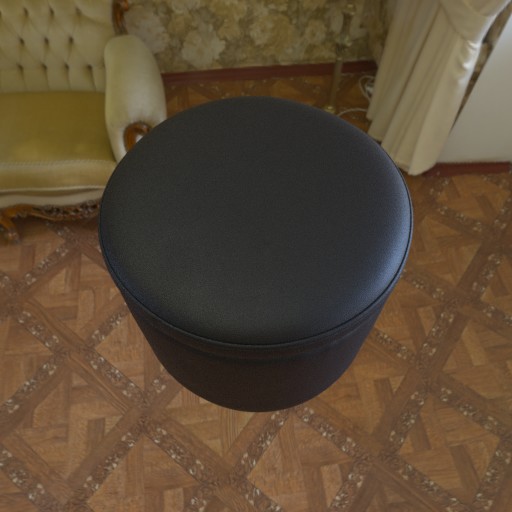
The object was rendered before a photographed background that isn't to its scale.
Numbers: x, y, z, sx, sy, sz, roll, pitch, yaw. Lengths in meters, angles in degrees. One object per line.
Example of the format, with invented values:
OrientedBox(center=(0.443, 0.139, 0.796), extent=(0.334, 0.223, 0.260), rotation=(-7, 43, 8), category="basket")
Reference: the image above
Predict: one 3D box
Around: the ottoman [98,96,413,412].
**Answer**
OrientedBox(center=(0.000, 0.000, 0.851), extent=(0.501, 0.409, 0.501), rotation=(0, 58, 0), category="ottoman")
